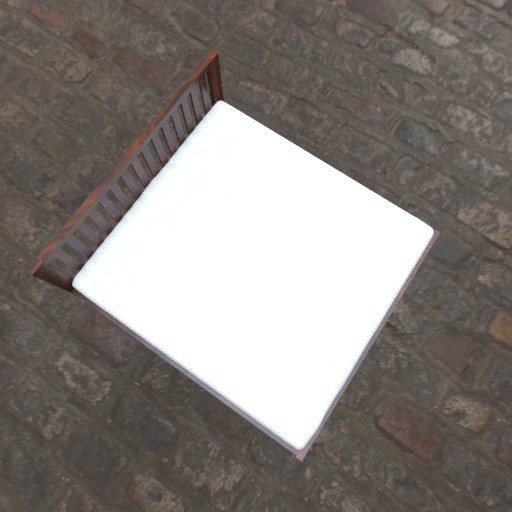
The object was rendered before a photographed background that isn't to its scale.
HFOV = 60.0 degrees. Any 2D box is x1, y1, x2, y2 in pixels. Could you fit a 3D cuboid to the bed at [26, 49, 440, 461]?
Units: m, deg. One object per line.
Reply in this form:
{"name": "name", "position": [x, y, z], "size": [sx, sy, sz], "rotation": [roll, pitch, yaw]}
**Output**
{"name": "bed", "position": [0.000, 0.000, 3.136], "size": [2.030, 0.890, 1.905], "rotation": [33, 77, 9]}
